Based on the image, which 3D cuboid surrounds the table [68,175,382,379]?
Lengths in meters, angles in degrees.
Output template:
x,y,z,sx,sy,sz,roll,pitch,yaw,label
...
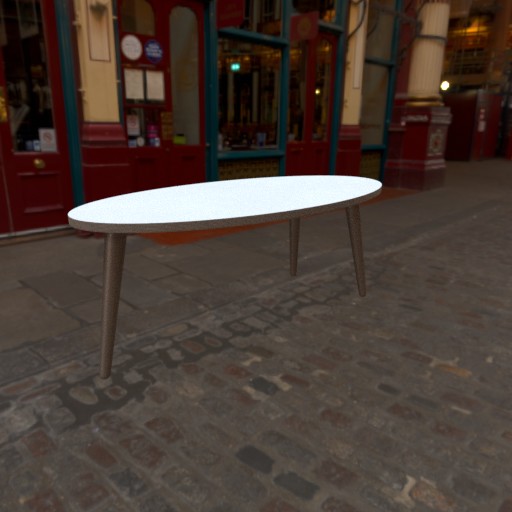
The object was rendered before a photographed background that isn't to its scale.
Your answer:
x,y,z,sx,sy,sz,roll,pitch,yaw,label
0.000,0.000,1.348,0.542,0.390,1.083,16,23,42,table
